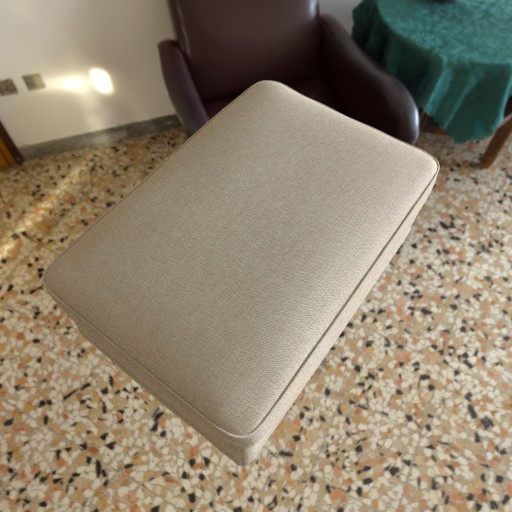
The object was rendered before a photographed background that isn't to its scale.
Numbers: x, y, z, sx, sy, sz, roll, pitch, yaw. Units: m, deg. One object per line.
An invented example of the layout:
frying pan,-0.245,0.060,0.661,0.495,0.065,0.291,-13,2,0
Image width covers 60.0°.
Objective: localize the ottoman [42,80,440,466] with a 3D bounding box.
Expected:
ottoman,0.000,0.000,1.123,0.559,0.458,0.813,32,63,19
